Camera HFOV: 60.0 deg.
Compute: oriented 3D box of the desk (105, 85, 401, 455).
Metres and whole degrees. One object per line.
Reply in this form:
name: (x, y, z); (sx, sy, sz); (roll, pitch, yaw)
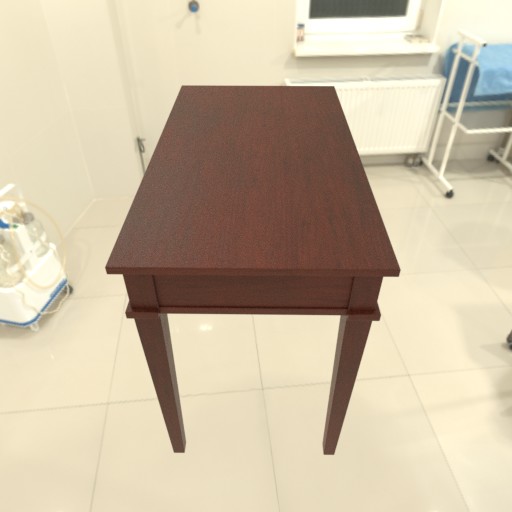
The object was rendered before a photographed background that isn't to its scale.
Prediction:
desk: (0.000, 0.000, 1.448); (0.549, 0.762, 1.001); (0, 39, 1)
